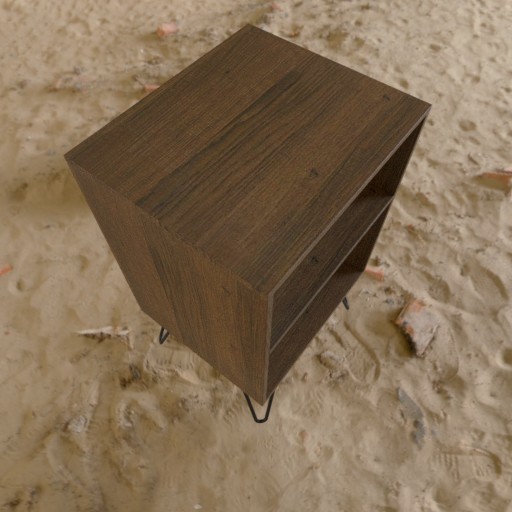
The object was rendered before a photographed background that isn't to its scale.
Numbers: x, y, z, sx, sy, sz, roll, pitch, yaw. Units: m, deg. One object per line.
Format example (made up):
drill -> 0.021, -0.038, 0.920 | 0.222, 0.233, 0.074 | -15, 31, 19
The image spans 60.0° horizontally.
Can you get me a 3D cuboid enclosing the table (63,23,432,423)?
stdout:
table -> 0.000, 0.000, 1.174 | 0.457, 0.866, 0.526 | 33, 63, 19
